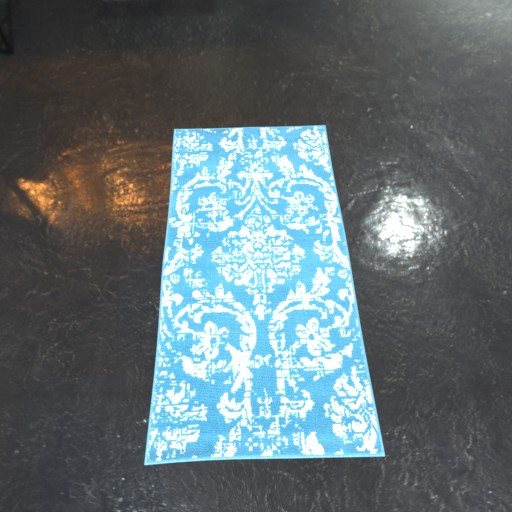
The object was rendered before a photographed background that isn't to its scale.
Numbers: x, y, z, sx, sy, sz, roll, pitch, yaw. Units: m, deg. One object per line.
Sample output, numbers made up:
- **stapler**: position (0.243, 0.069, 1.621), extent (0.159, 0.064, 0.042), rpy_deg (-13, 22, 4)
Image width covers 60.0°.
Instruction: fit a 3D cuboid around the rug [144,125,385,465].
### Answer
- **rug**: position (0.000, 0.000, 1.436), extent (0.604, 0.007, 1.219), rpy_deg (-2, 57, -1)
